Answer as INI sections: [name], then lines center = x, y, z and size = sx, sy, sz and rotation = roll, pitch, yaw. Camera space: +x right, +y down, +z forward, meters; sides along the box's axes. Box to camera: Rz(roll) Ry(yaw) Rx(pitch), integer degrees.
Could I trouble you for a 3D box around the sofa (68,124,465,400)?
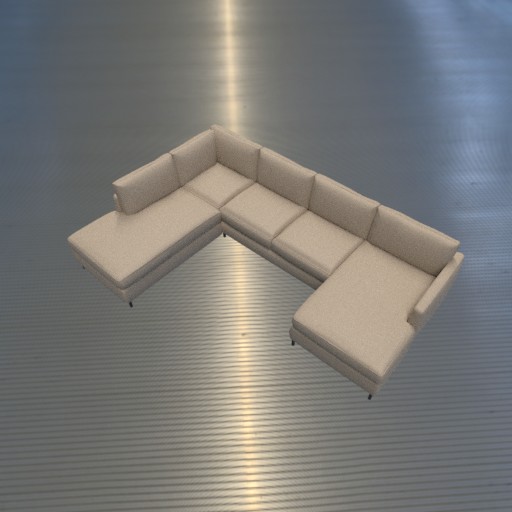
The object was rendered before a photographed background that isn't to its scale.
[sofa]
center = 0.000, 0.000, 3.678
size = 2.737, 0.756, 1.879
rotation = 32, 55, 27
